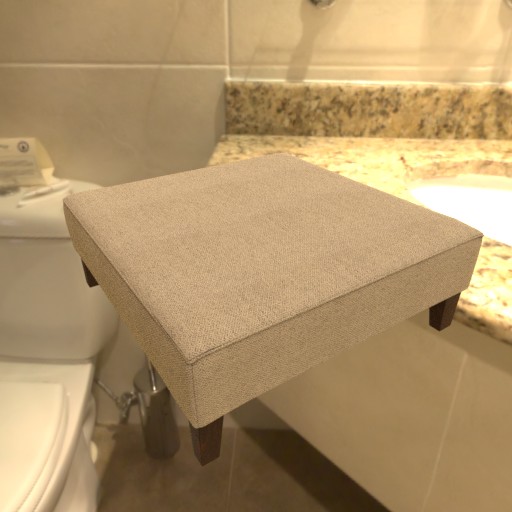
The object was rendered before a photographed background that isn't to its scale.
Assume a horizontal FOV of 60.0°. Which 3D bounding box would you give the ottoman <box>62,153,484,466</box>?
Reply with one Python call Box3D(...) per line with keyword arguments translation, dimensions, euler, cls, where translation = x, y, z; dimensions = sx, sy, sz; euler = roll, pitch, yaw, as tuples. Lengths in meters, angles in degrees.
Box3D(translation=(0.000, 0.000, 1.476), dimensions=(0.973, 0.381, 0.982), euler=(-18, 34, -29), cls="ottoman")
